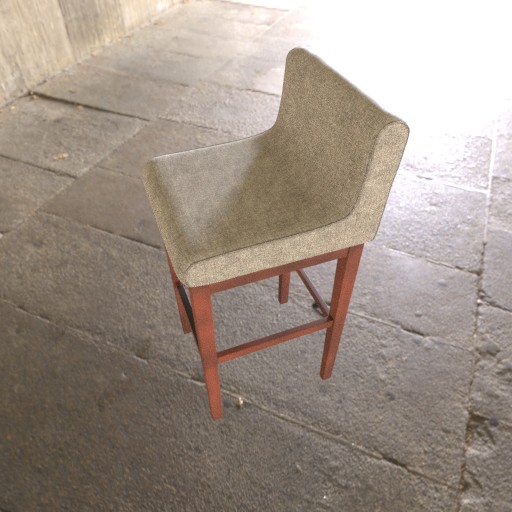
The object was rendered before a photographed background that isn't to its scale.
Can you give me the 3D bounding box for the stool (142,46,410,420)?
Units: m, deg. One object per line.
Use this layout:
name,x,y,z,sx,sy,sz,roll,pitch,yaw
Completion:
stool,0.000,0.000,1.254,0.499,0.965,0.426,-15,47,-15
